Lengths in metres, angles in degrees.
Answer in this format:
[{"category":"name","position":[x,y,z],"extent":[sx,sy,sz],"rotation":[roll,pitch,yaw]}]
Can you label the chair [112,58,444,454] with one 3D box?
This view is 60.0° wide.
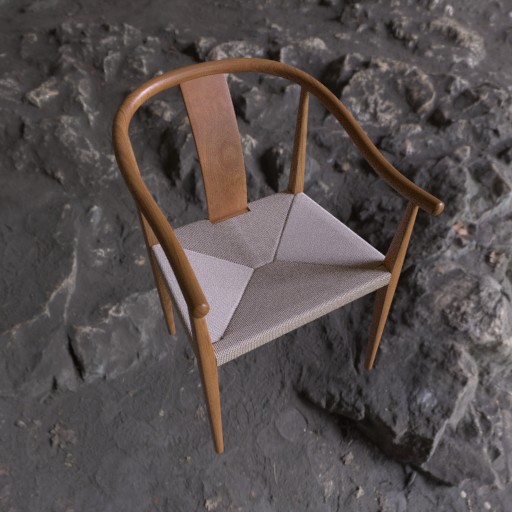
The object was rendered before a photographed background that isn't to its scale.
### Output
[{"category":"chair","position":[0.000,0.000,1.159],"extent":[0.556,0.800,0.579],"rotation":[-22,50,-20]}]
